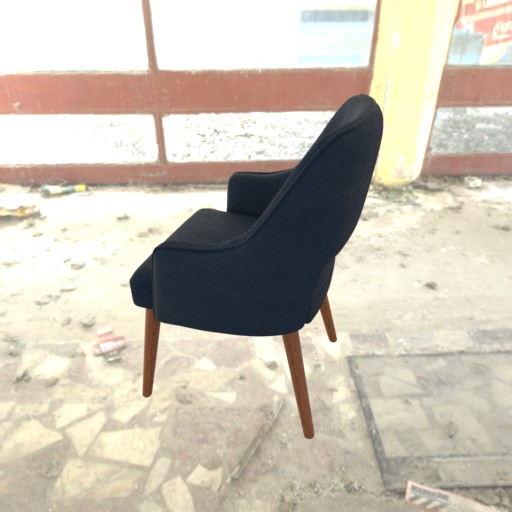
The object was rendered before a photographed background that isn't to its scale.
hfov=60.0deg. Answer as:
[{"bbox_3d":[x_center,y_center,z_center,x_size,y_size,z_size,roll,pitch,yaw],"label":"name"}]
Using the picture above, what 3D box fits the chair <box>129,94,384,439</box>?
[{"bbox_3d":[0.000,0.000,1.246,0.591,0.844,0.559,9,31,15],"label":"chair"}]
